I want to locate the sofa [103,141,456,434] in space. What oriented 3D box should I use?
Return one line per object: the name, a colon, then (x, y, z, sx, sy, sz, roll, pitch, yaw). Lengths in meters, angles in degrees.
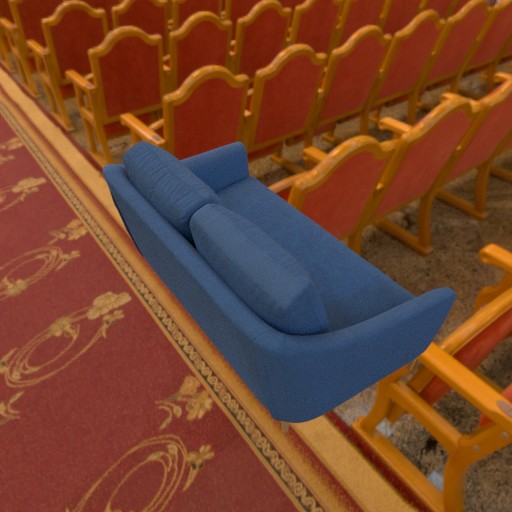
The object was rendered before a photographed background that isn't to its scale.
sofa: (0.000, 0.000, 2.224, 0.960, 0.902, 1.619, -26, 48, -26)
